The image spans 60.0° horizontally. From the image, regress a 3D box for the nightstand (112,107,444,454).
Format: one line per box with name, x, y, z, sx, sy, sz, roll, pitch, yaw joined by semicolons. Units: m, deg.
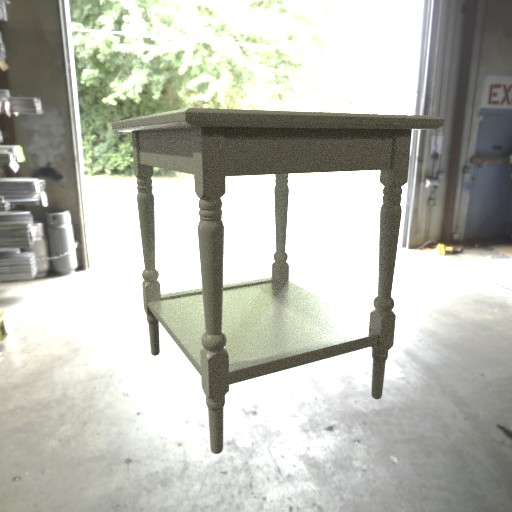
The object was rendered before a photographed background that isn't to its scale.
nightstand;0.000;0.000;0.936;0.459;0.555;0.505;-8;17;-26
